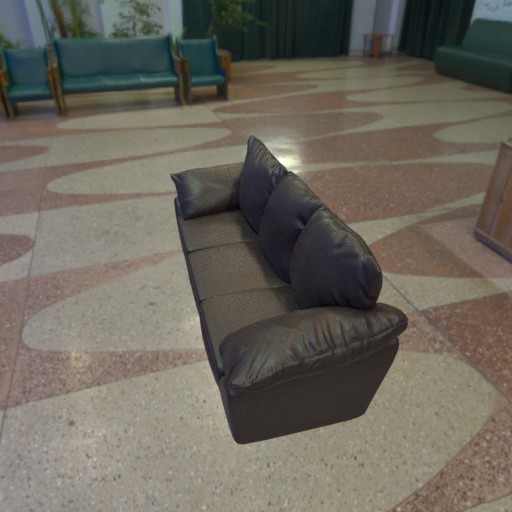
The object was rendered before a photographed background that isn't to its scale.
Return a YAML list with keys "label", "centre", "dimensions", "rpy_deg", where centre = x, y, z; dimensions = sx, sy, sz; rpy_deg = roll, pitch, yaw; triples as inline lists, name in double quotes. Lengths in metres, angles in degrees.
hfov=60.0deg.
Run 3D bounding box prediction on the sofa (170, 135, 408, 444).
- label: "sofa"
  centre: [0.000, 0.000, 2.980]
  dimensions: [0.907, 1.091, 2.390]
  rpy_deg: [-8, 33, -13]
